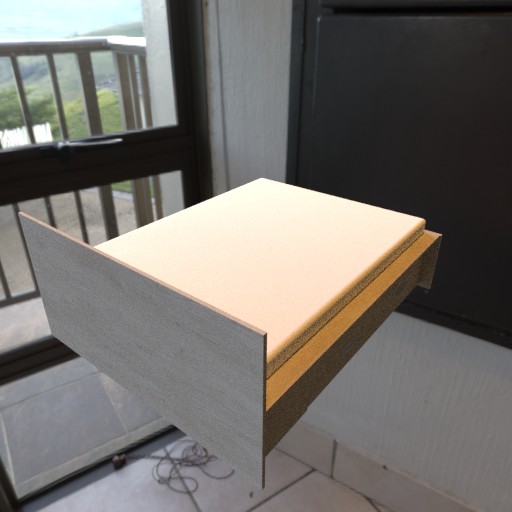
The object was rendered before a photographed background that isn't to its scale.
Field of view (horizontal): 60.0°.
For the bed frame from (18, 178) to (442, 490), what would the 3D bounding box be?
[{"bbox_3d":[0.000,0.000,2.738,1.622,0.800,1.960,21,35,33],"label":"bed frame"}]
